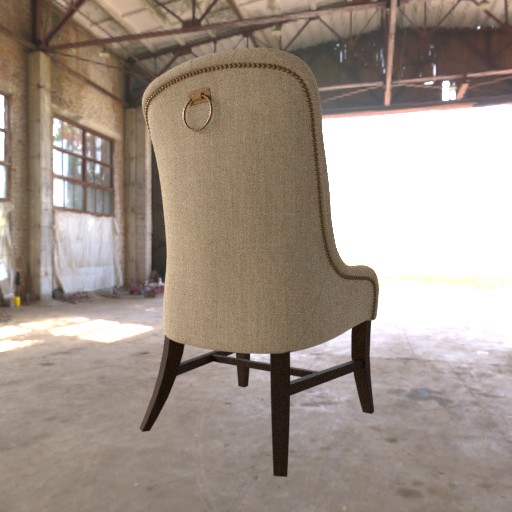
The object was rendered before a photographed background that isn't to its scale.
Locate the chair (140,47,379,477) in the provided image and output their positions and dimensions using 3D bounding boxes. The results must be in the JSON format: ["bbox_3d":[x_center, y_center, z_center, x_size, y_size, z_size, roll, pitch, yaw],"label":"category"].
[{"bbox_3d":[0.000,0.000,1.458,0.634,1.091,0.629,0,0,35],"label":"chair"}]
